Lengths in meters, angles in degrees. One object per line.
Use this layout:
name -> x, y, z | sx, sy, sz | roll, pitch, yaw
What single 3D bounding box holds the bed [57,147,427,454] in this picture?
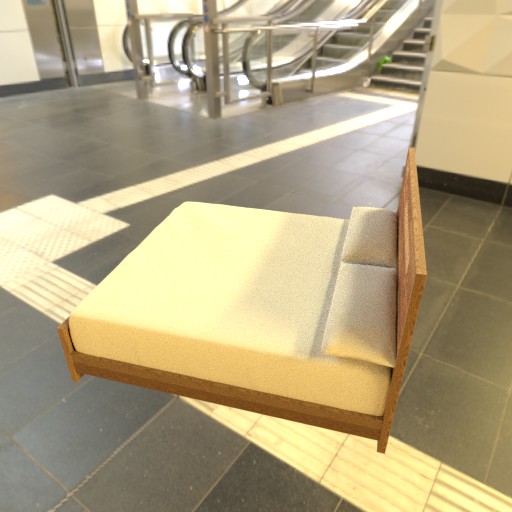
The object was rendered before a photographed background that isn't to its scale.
bed -> 0.000, 0.000, 3.442 | 2.184, 1.295, 2.013 | 8, 32, 13
